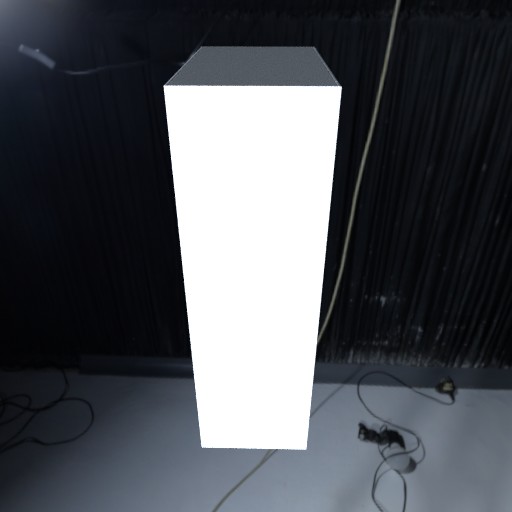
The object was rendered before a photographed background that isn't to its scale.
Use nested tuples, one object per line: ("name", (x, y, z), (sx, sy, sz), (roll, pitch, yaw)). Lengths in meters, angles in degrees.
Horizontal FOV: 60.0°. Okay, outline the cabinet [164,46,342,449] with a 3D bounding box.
("cabinet", (0.000, 0.000, 2.369), (0.580, 1.920, 0.980), (1, 32, 1))
